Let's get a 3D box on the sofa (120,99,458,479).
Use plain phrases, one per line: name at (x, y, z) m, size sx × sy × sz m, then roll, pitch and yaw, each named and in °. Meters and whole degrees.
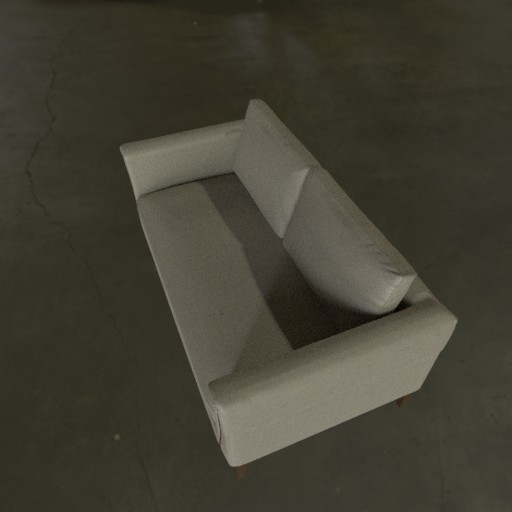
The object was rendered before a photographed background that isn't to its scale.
sofa at (0.000, 0.000, 2.104) m, size 0.899 × 0.873 × 1.598 m, roll -17°, pitch 48°, yaw -15°
